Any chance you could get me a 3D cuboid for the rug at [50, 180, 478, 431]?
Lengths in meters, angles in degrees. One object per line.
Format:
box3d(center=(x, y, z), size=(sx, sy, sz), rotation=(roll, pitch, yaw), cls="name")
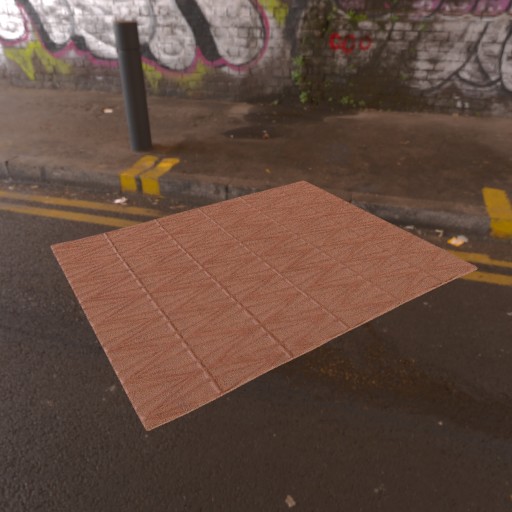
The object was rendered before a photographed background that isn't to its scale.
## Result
box3d(center=(0.000, 0.000, 4.027), size=(3.052, 0.043, 2.453), rotation=(-19, 36, -28), cls="rug")
